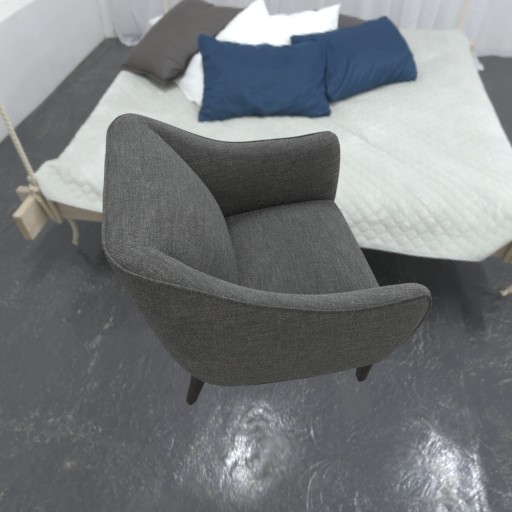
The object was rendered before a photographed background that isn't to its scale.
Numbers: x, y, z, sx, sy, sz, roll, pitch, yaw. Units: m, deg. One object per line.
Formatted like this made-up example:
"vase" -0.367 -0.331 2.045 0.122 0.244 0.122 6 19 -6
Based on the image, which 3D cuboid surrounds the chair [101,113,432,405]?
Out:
"chair" 0.000 0.000 1.560 0.851 0.829 0.870 -8 48 -8
